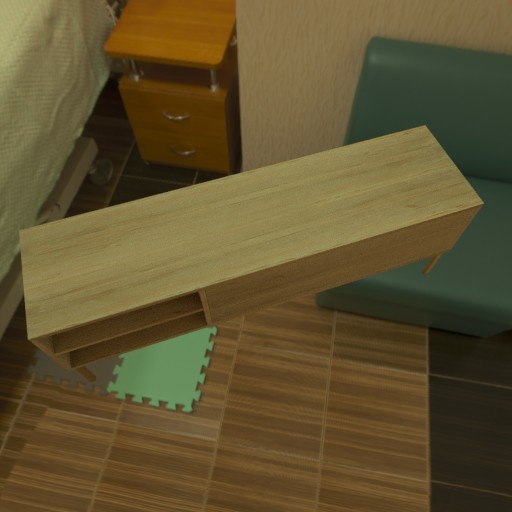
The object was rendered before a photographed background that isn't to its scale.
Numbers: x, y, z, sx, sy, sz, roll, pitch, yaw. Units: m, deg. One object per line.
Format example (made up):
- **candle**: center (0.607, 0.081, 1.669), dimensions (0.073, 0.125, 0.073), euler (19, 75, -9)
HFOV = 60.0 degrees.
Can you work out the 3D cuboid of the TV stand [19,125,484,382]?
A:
- **TV stand**: center (0.000, 0.000, 1.810), dimensions (1.600, 0.550, 0.420), euler (-16, 61, -9)
